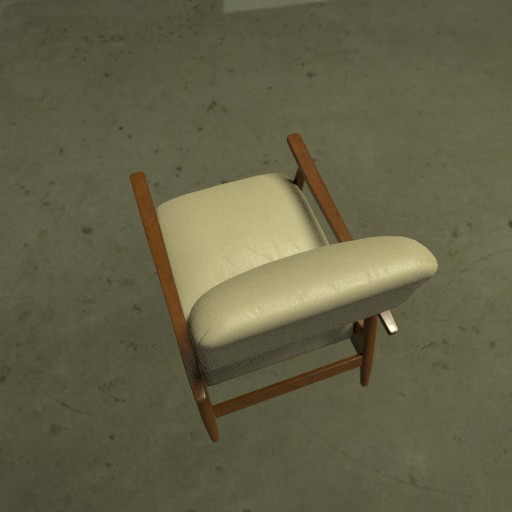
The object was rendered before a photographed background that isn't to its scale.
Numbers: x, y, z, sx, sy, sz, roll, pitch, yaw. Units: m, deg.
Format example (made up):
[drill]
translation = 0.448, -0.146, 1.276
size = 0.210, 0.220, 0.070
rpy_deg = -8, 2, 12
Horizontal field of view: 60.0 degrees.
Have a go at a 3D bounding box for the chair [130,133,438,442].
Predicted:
[chair]
translation = 0.000, 0.000, 1.723
size = 0.762, 1.082, 1.014
rpy_deg = -17, 58, -11
